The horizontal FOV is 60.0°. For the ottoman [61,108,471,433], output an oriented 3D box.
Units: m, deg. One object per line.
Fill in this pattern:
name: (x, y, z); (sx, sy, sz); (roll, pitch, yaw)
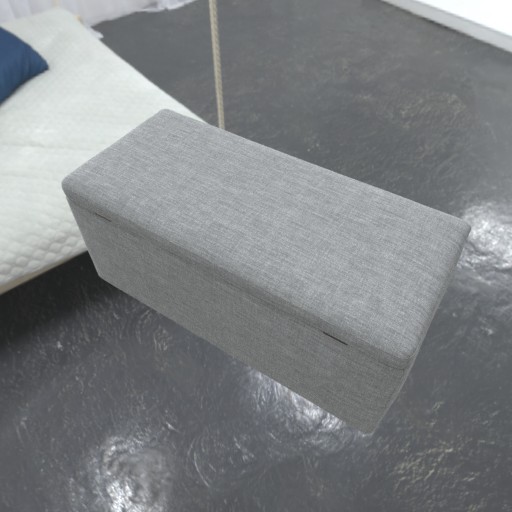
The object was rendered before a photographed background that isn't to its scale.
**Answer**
ottoman: (0.000, 0.000, 1.159); (0.902, 0.432, 0.419); (26, 54, 21)
